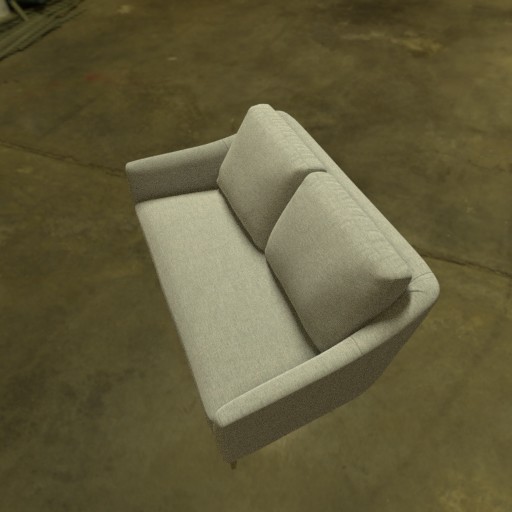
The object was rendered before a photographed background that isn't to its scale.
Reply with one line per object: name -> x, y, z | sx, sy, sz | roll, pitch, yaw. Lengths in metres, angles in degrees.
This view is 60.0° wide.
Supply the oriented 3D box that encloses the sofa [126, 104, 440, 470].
sofa -> 0.000, 0.000, 2.202 | 0.960, 0.904, 1.619 | -17, 49, -15
